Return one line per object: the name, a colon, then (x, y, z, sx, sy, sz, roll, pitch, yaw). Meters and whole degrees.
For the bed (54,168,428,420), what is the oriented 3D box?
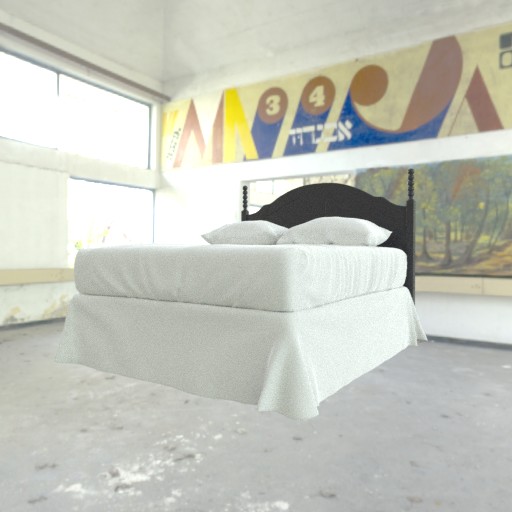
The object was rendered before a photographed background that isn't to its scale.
bed: (0.000, 0.000, 3.103, 1.873, 1.356, 2.040, 1, 1, 34)
